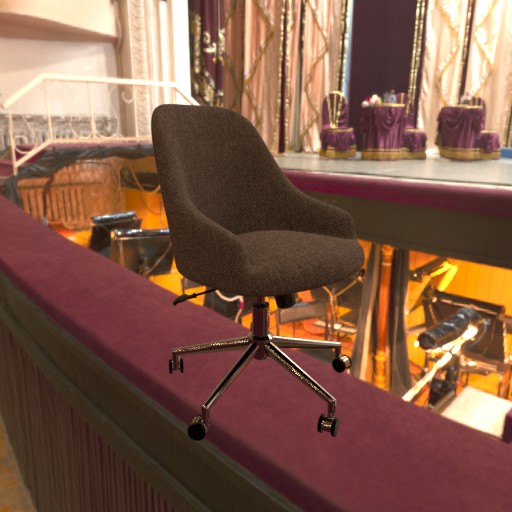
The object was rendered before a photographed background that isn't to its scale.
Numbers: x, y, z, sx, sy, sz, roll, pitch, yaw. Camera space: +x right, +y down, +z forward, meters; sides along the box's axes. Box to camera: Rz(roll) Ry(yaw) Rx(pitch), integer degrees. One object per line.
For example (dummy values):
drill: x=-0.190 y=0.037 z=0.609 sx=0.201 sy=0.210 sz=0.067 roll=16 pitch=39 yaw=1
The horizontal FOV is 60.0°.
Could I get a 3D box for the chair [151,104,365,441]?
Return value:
chair: x=0.000 y=0.000 z=1.422 sx=0.712 sy=0.950 sz=0.671 roll=14 pitch=21 yaw=43
